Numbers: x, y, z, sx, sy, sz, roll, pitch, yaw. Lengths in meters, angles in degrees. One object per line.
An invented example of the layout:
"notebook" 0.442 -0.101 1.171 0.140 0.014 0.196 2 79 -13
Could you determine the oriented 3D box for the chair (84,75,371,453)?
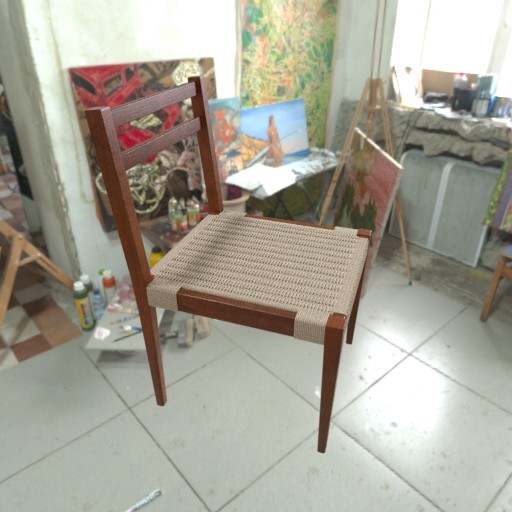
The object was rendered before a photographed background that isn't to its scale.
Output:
"chair" 0.000 0.000 1.229 0.569 0.851 0.495 10 32 17
